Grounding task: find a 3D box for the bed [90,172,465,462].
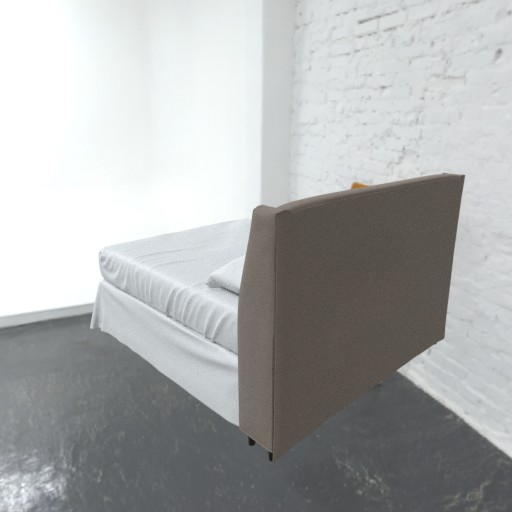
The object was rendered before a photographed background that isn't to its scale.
[{"bbox_3d":[0.000,0.000,3.430,1.925,1.332,2.276,-16,23,-41],"label":"bed"}]
